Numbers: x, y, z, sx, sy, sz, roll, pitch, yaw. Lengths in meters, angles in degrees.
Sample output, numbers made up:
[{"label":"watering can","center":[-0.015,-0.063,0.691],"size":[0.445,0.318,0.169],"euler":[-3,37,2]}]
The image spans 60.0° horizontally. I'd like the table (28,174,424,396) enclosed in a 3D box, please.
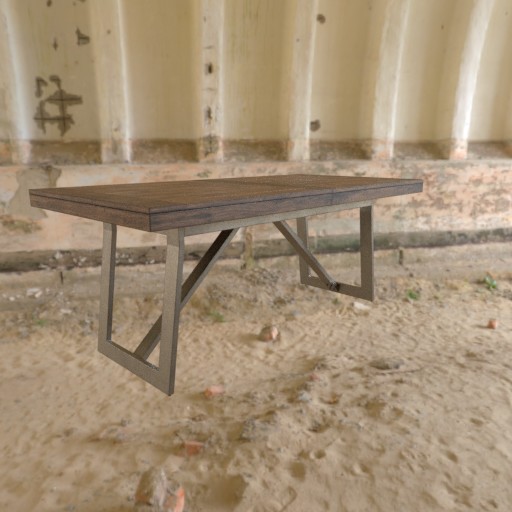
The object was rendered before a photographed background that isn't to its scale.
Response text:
[{"label":"table","center":[0.000,0.000,2.342],"size":[0.931,0.757,1.867],"euler":[12,18,42]}]
